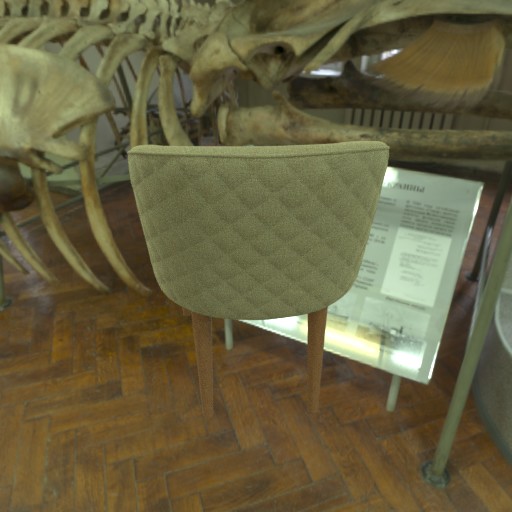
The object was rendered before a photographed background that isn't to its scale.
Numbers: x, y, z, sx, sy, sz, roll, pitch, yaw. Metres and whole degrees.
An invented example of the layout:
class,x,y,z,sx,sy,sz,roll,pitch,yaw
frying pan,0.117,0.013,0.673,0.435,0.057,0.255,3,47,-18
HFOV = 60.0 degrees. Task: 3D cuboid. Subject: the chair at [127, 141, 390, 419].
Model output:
class,x,y,z,sx,sy,sz,roll,pitch,yaw
chair,0.000,0.000,1.216,0.584,0.775,0.616,-2,31,-3
